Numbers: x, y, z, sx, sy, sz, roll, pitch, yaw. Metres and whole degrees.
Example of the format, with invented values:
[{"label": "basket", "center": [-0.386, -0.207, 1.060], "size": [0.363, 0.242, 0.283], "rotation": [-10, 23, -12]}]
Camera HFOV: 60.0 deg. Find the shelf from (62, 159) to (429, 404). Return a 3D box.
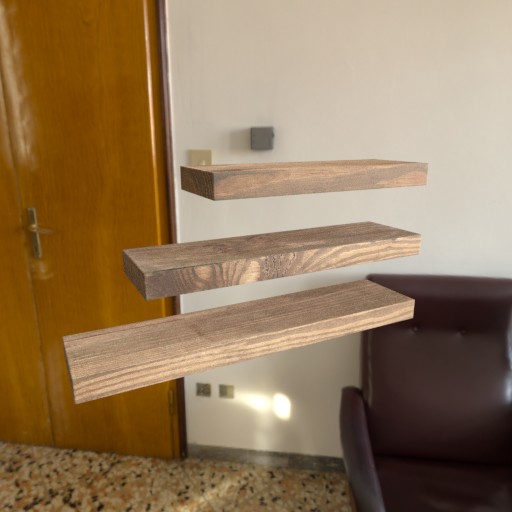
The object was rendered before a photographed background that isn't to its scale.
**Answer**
[{"label": "shelf", "center": [0.000, 0.000, 0.738], "size": [0.610, 0.293, 0.140], "rotation": [-8, 17, -26]}]
